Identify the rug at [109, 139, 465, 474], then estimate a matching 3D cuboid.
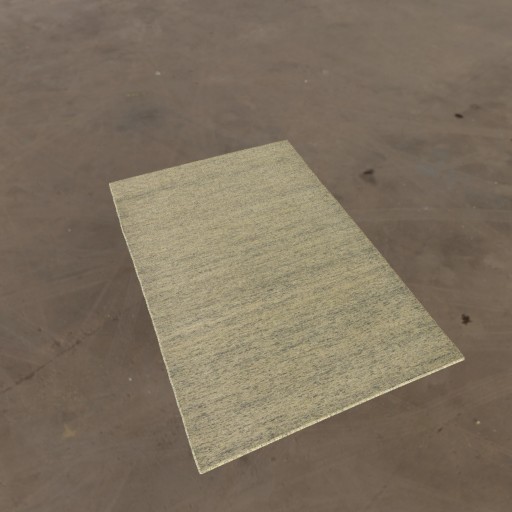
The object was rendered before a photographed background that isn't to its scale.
[{"bbox_3d":[0.000,0.000,2.371,1.243,0.014,1.846,-17,51,-15],"label":"rug"}]
